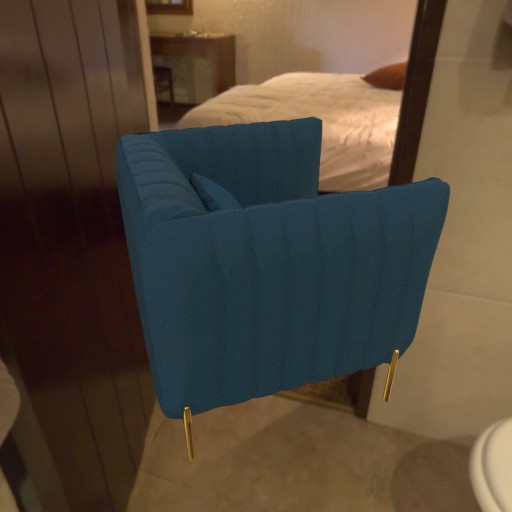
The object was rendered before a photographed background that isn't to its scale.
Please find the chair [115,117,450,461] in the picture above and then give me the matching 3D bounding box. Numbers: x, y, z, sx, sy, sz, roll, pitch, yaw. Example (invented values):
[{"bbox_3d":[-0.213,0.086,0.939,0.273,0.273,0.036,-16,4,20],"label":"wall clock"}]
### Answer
[{"bbox_3d":[0.000,0.000,1.627,0.877,0.793,0.947,-10,32,-16],"label":"chair"}]
